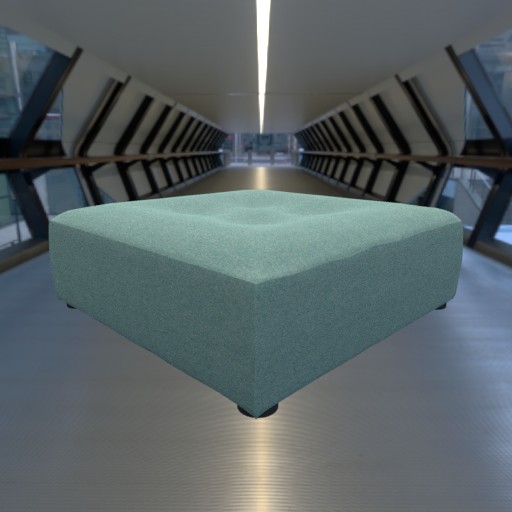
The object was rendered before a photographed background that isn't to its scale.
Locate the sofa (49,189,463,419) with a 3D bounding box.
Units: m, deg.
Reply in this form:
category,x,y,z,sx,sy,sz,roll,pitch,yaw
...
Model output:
category,x,y,z,sx,sy,sz,roll,pitch,yaw
sofa,0.000,0.000,1.410,0.930,0.330,0.930,-14,20,-43
